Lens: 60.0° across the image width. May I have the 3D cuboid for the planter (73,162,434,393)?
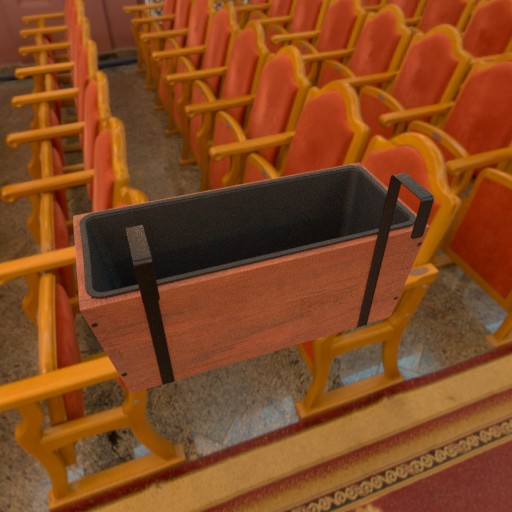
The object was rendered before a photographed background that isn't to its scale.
[{"bbox_3d":[0.000,0.000,0.647,0.480,0.289,0.262,-13,42,-15],"label":"planter"}]
